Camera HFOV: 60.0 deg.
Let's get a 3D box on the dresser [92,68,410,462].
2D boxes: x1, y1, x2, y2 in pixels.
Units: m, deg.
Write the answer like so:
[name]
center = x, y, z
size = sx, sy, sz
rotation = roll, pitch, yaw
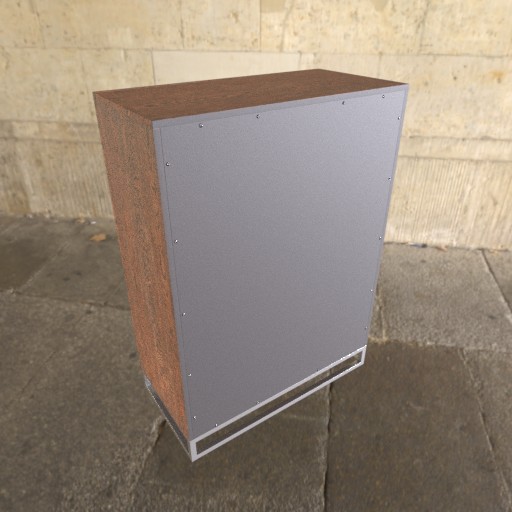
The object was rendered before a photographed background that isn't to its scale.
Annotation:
[dresser]
center = 0.000, 0.000, 1.830
size = 0.965, 1.321, 0.508
rotation = -19, 35, -29
